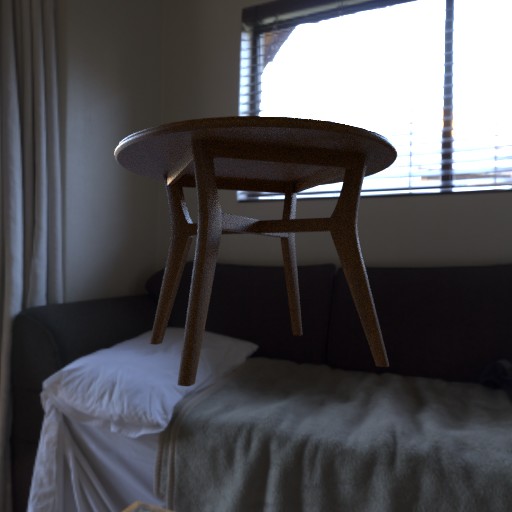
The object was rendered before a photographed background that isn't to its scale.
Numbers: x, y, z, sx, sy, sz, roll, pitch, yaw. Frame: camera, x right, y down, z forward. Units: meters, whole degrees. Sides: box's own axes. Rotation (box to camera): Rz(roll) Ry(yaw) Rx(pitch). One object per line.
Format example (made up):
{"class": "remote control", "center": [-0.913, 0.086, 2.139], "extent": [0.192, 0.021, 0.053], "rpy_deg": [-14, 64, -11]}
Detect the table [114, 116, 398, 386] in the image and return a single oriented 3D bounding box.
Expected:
{"class": "table", "center": [0.000, 0.000, 1.730], "extent": [1.055, 0.757, 1.055], "rpy_deg": [0, -1, 0]}
